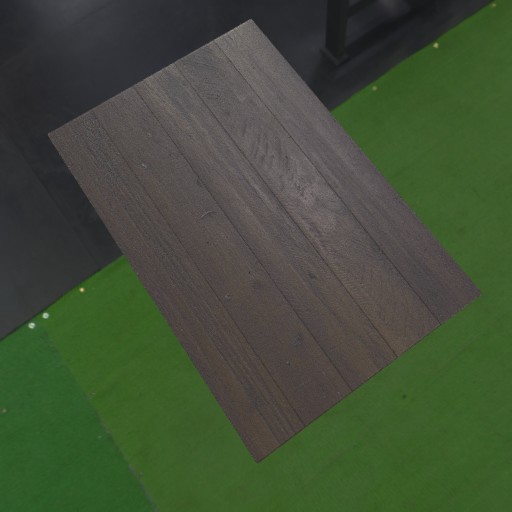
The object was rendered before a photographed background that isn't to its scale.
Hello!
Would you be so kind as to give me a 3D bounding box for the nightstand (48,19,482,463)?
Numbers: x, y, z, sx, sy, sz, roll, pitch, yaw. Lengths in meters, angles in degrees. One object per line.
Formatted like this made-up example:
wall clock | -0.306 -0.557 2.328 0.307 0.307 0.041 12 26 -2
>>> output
nightstand | 0.000 0.000 1.032 0.450 0.599 0.650 -34 77 -9
